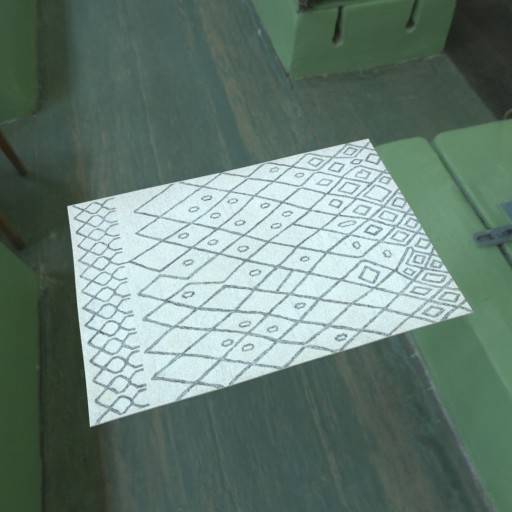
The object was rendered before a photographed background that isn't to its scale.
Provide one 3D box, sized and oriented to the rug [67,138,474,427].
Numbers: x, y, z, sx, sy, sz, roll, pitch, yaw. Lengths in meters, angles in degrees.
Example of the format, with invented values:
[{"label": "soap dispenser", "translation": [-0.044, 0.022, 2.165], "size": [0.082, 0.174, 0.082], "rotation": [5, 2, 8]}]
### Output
[{"label": "rug", "translation": [0.000, 0.000, 2.305], "size": [1.828, 0.015, 1.222], "rotation": [-14, 60, -9]}]
